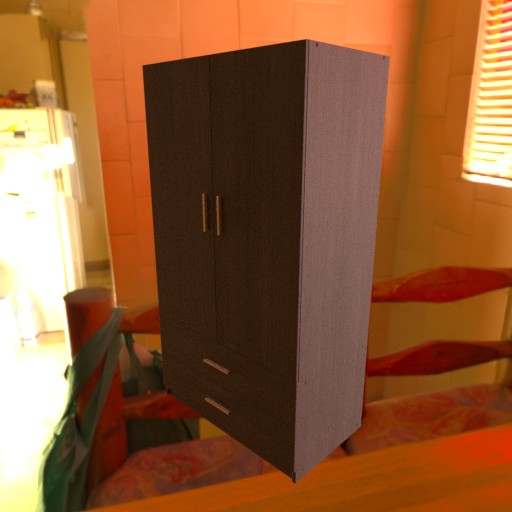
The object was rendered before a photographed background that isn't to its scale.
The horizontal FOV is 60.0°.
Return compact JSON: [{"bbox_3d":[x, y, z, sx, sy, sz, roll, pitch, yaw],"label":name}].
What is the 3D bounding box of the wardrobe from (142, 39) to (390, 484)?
[{"bbox_3d":[0.000,0.000,2.227,0.991,1.808,0.577,16,23,42],"label":"wardrobe"}]
